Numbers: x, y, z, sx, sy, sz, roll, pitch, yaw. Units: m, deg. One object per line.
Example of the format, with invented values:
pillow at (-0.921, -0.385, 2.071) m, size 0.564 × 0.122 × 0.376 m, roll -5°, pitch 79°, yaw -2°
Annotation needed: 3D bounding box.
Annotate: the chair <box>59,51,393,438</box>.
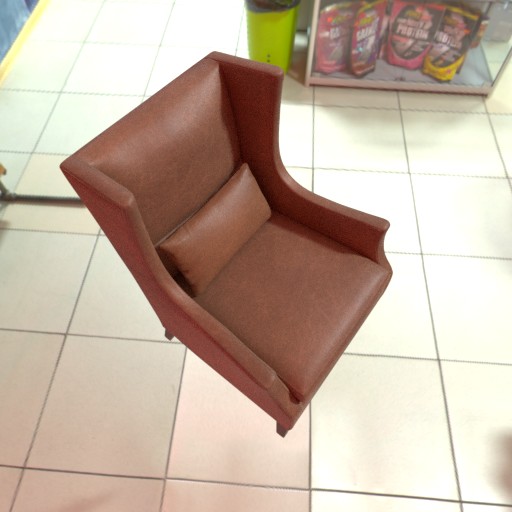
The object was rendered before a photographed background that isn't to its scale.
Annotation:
chair at (0.000, 0.000, 1.705) m, size 0.913 × 1.088 × 0.815 m, roll 33°, pitch 63°, yaw 19°
